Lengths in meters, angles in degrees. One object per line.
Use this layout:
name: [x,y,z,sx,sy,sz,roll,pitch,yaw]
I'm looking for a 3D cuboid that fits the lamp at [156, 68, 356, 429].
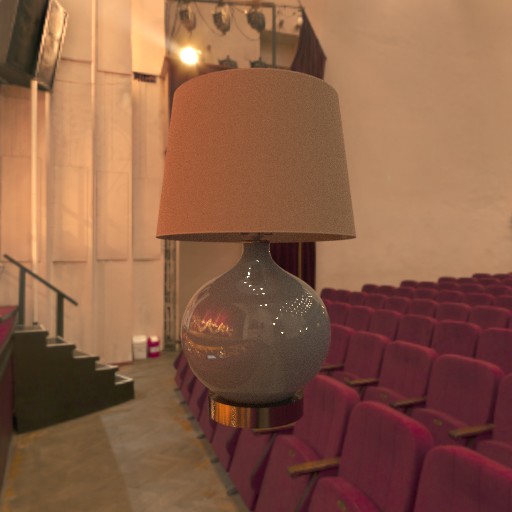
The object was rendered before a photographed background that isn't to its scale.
lamp: [0.000,0.000,0.557,0.247,0.387,0.247,0,-1,0]
